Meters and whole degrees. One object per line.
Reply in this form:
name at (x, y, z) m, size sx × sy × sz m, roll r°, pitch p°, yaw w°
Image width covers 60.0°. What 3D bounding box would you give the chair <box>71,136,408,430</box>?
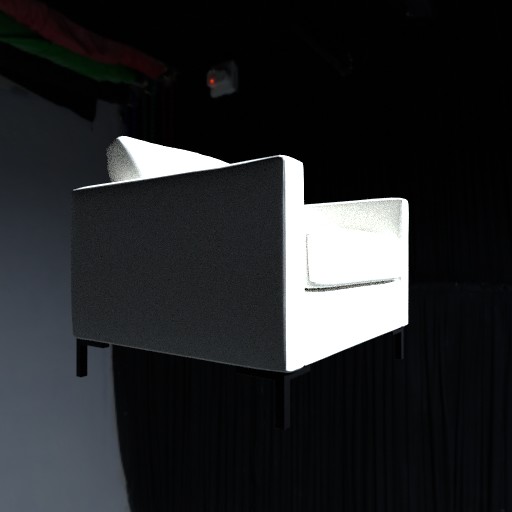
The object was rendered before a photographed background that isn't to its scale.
chair at (0.000, 0.000, 1.607) m, size 0.875 × 0.806 × 0.964 m, roll 0°, pitch -1°, yaw 35°
